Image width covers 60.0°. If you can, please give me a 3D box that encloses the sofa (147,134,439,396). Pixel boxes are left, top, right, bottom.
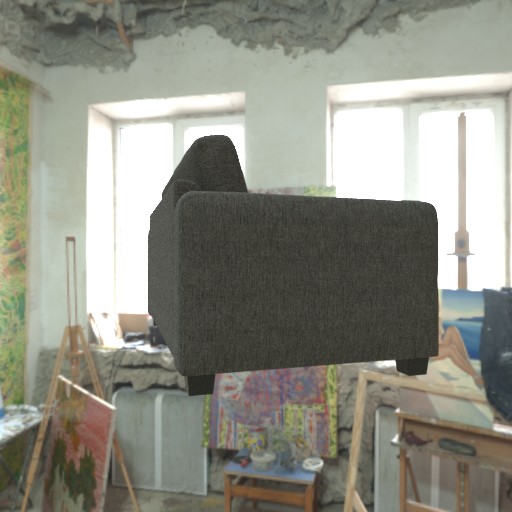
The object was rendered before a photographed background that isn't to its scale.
[{"bbox_3d":[0.000,0.000,2.055,0.900,0.800,1.520,0,0,-17],"label":"sofa"}]
